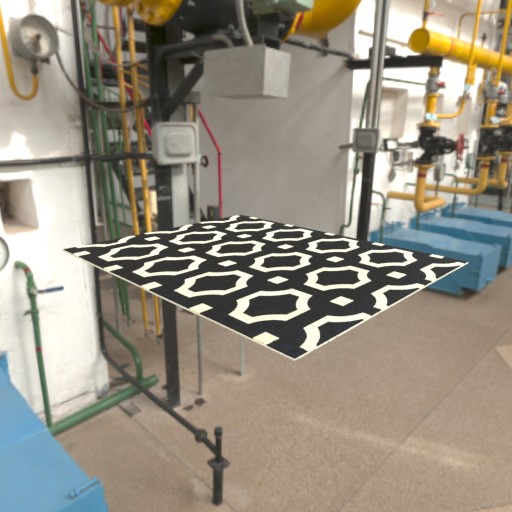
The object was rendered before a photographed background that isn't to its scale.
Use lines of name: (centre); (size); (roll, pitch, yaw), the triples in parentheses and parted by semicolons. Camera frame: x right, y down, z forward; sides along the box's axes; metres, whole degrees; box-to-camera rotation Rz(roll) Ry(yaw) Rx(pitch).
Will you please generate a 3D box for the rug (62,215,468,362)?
rug: (0.000, 0.000, 4.258); (3.049, 0.021, 2.466); (16, 23, 43)
